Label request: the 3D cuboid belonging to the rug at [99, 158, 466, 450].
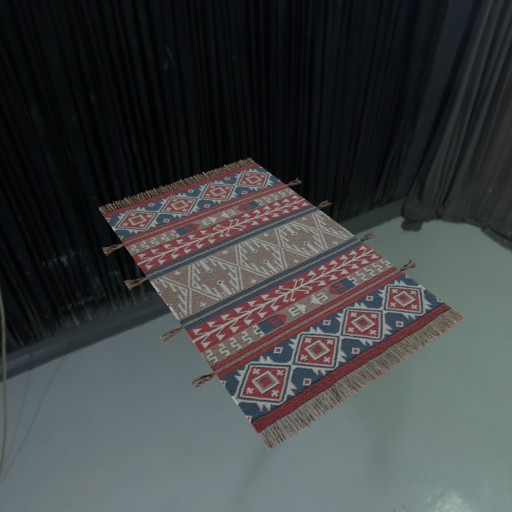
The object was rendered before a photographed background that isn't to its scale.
[{"bbox_3d":[0.000,0.000,2.625,1.469,0.040,2.025,-24,47,-25],"label":"rug"}]
